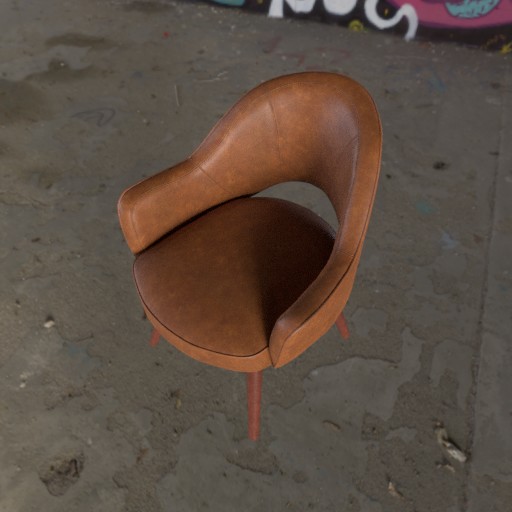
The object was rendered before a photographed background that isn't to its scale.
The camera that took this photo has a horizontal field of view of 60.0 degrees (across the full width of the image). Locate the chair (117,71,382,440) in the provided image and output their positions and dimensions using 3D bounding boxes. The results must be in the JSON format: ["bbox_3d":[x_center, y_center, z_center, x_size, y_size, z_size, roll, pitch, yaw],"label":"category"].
[{"bbox_3d":[0.000,0.000,1.196,0.591,0.777,0.640,34,56,27],"label":"chair"}]
